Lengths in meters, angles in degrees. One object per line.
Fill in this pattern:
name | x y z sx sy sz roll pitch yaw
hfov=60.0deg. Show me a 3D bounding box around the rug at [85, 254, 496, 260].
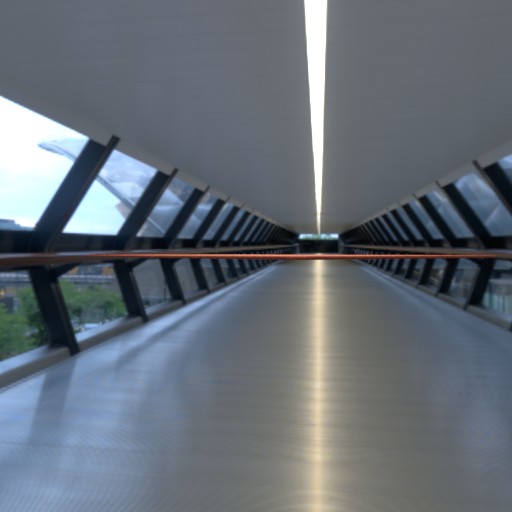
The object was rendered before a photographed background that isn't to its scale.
rug | 0.000 0.000 2.990 1.524 0.014 2.438 0 0 -38
